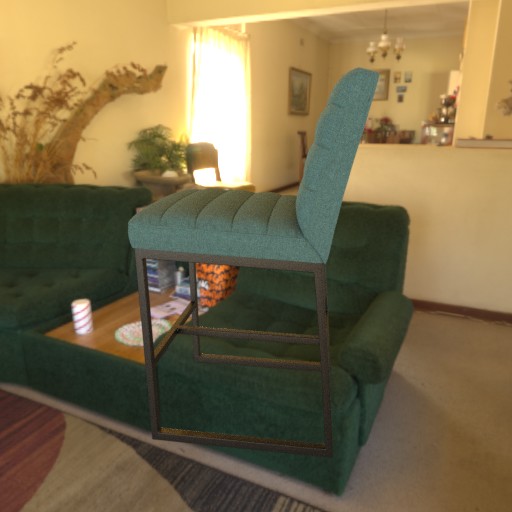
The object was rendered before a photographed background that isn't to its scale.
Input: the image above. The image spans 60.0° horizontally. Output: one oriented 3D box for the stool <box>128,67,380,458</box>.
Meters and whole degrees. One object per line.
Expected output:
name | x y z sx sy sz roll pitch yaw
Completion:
stool | 0.000 0.000 1.250 0.560 0.940 0.460 2 17 8
